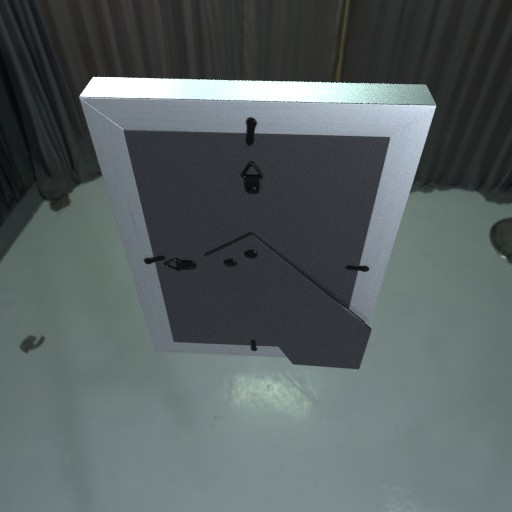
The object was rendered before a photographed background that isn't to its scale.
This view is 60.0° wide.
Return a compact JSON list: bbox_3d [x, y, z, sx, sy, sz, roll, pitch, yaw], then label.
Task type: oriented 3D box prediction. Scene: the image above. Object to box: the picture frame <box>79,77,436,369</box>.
[{"bbox_3d":[0.000,0.000,0.273,0.157,0.208,0.028,2,46,2],"label":"picture frame"}]
